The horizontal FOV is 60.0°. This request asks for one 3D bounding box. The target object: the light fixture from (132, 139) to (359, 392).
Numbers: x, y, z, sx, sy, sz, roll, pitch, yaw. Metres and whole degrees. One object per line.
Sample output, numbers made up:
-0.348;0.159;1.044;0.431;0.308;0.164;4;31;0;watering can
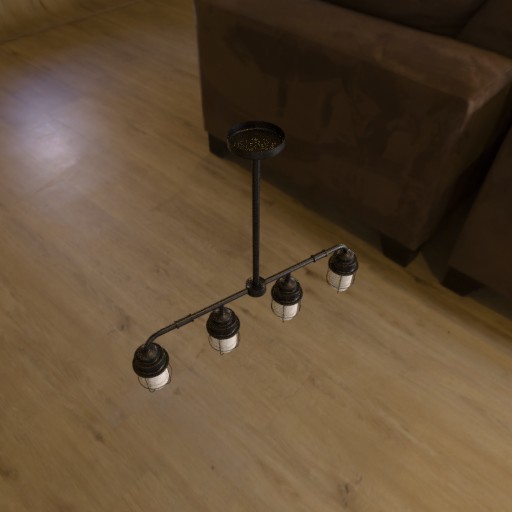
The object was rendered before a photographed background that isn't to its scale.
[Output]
0.000;0.000;1.282;0.852;0.785;0.131;-24;51;-22;light fixture
